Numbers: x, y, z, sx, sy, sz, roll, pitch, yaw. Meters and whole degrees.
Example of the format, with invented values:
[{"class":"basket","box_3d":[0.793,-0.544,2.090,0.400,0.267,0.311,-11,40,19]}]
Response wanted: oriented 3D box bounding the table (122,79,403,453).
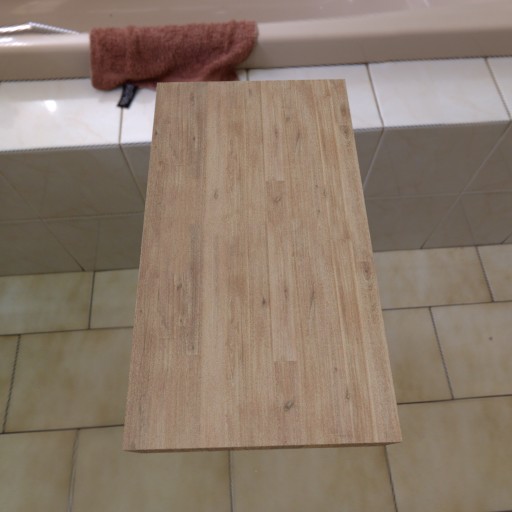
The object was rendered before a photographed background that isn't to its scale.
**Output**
[{"class":"table","box_3d":[0.000,0.000,2.019,0.918,0.531,1.619,-1,64,-1]}]
